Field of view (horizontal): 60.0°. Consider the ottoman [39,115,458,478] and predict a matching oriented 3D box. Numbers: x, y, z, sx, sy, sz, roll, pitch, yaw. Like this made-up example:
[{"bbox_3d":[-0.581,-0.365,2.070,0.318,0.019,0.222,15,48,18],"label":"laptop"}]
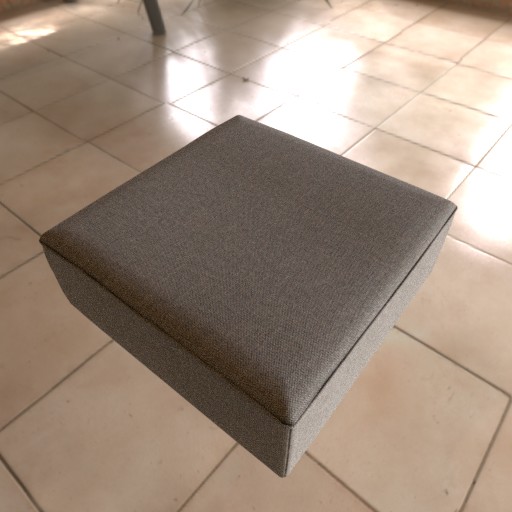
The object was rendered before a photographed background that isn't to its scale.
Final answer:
[{"bbox_3d":[0.000,0.000,1.589,1.017,0.423,1.023,31,54,26],"label":"ottoman"}]
